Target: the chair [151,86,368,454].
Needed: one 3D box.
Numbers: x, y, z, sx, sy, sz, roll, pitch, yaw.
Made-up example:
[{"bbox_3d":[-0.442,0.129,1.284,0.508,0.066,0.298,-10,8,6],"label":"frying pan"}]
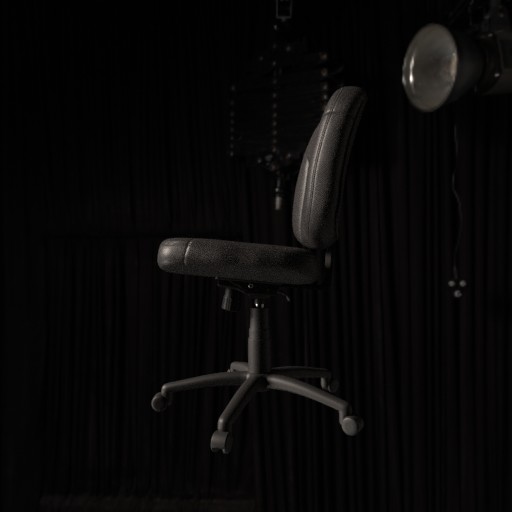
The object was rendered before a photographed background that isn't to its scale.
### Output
[{"bbox_3d":[0.000,0.000,1.380,0.646,0.959,0.647,0,1,0],"label":"chair"}]
